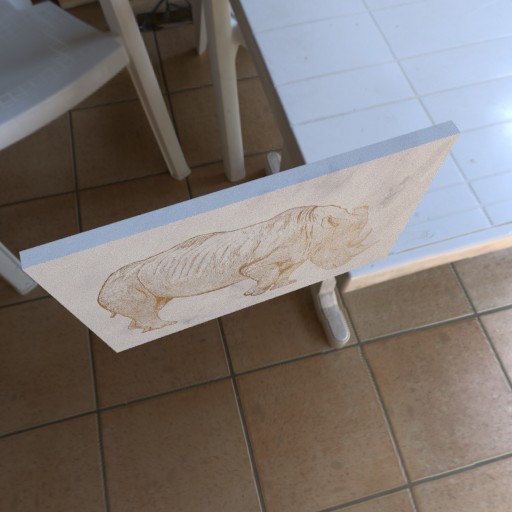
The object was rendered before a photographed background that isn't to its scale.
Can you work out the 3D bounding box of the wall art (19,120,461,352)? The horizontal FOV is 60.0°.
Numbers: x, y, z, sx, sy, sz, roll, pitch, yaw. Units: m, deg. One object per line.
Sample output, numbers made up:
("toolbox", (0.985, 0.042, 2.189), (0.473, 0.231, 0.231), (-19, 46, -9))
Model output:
("wall art", (0.000, 0.000, 1.152), (0.915, 0.610, 0.038), (-18, 65, -9))
